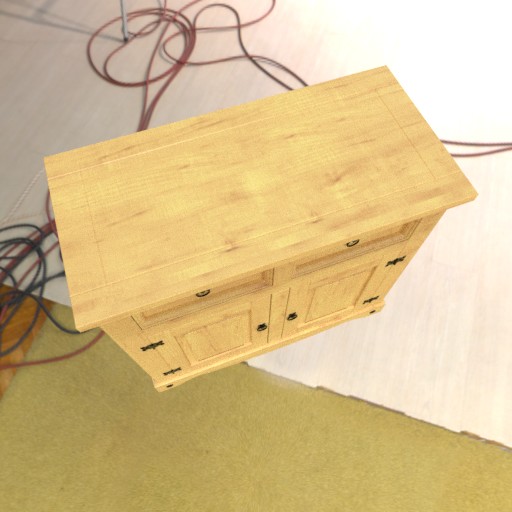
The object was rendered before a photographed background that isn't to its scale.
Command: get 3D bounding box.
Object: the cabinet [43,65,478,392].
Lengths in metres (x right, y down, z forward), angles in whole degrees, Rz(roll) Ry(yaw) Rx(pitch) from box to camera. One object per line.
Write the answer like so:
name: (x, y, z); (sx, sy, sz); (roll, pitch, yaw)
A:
cabinet: (0.000, 0.000, 1.411); (0.920, 0.840, 0.450); (-18, 65, -9)
